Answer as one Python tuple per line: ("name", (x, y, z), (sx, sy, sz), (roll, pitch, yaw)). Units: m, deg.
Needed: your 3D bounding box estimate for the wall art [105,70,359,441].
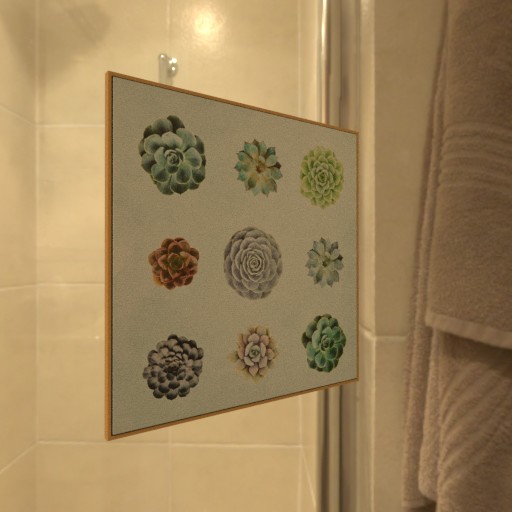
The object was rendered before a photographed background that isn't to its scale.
("wall art", (0.000, 0.000, 0.682), (0.457, 0.455, 0.013), (0, 0, -36))
